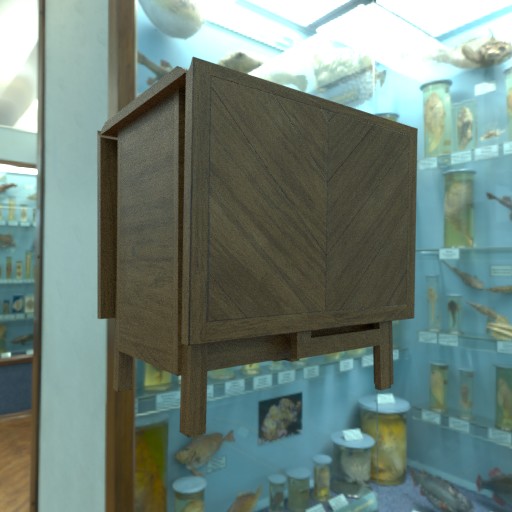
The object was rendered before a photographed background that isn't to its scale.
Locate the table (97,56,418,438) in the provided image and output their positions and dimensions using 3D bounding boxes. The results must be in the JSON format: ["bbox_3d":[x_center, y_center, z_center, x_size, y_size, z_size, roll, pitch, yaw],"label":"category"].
[{"bbox_3d":[0.000,0.000,1.305,0.746,0.763,0.591,1,-2,-37],"label":"table"}]
